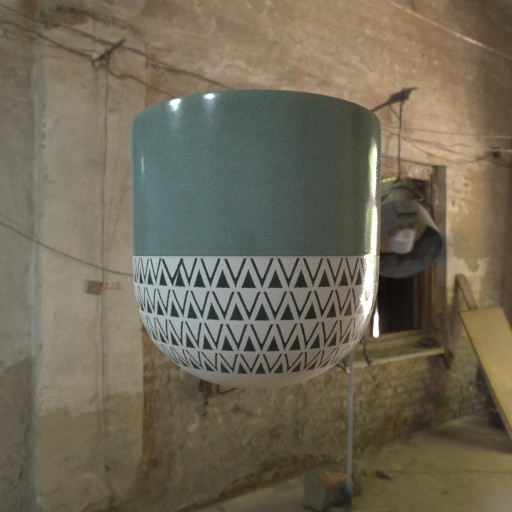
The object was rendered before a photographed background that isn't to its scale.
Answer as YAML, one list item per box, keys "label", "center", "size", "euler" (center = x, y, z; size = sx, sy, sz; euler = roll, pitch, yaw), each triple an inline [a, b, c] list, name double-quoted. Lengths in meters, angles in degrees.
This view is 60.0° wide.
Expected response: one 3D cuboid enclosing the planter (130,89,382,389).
- label: "planter"
  center: [0.000, 0.000, 0.488]
  size: [0.266, 0.270, 0.266]
  euler: [0, 0, 0]
